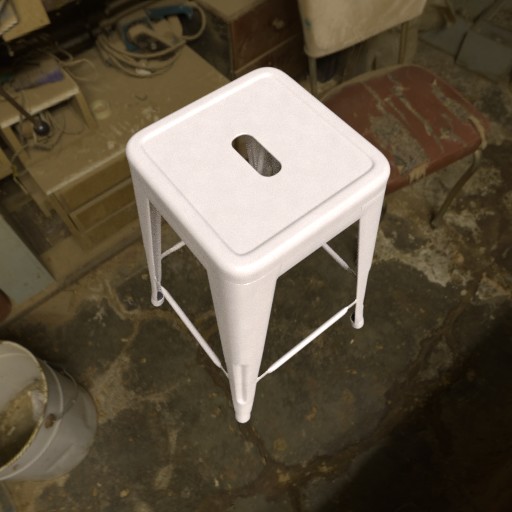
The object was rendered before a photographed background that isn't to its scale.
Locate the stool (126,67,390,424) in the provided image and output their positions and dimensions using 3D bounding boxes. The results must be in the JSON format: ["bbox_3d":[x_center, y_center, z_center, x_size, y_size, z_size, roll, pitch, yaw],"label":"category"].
[{"bbox_3d":[0.000,0.000,0.900,0.406,0.610,0.406,-35,67,-17],"label":"stool"}]
